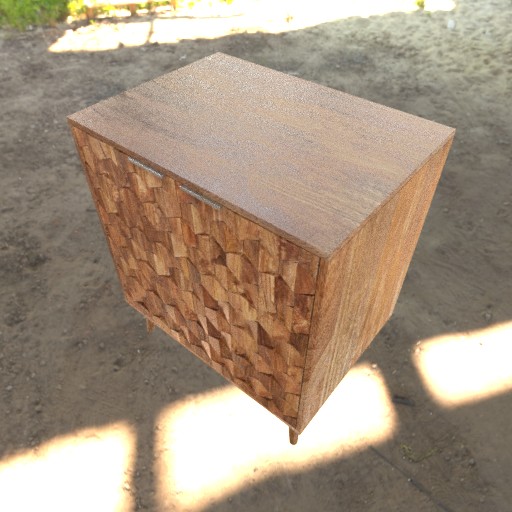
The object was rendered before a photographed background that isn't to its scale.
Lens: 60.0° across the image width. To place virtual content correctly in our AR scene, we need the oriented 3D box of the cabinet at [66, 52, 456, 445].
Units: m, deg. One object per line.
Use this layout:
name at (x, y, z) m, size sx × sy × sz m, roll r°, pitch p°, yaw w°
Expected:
cabinet at (0.000, 0.000, 1.166) m, size 0.647 × 0.758 × 0.473 m, roll 30°, pitch 52°, yaw 27°
